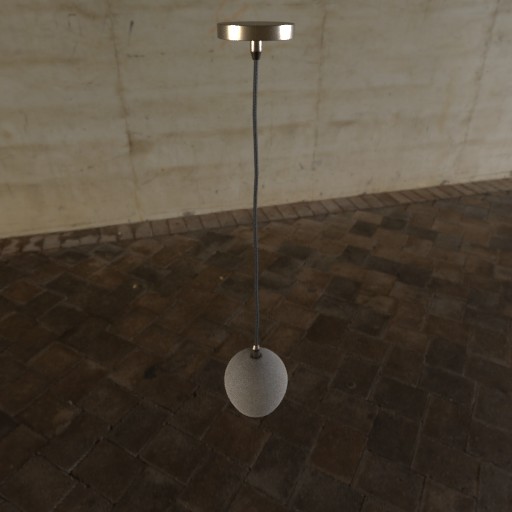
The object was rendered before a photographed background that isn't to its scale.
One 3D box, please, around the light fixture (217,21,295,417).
[{"bbox_3d":[0.000,0.000,0.821,0.139,0.764,0.139,8,32,14],"label":"light fixture"}]
